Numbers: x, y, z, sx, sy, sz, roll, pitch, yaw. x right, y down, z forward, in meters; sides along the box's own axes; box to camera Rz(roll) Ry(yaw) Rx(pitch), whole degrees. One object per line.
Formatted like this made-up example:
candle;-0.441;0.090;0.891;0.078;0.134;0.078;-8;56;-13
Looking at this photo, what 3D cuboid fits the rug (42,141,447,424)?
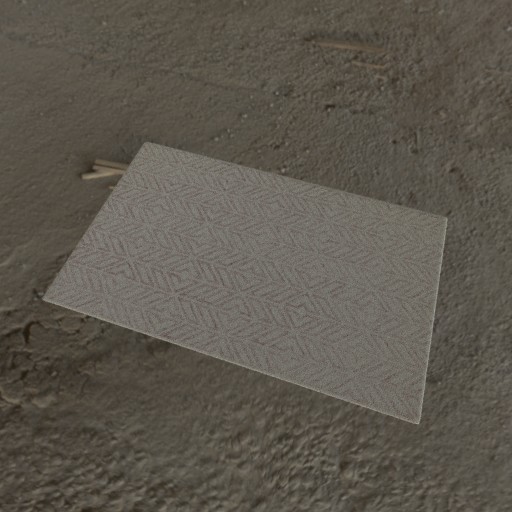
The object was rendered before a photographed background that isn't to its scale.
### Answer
rug;0.000;0.000;3.060;2.438;0.008;1.523;16;60;10
